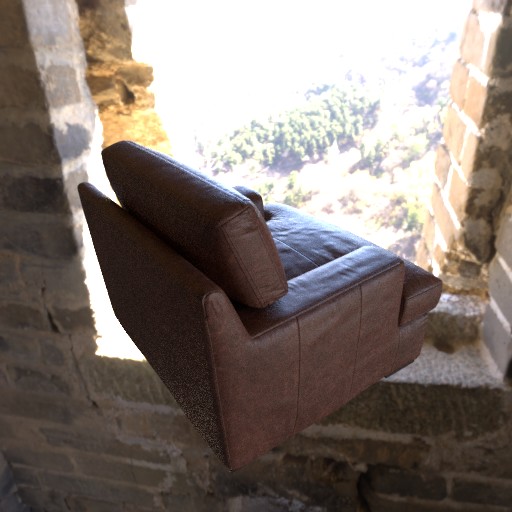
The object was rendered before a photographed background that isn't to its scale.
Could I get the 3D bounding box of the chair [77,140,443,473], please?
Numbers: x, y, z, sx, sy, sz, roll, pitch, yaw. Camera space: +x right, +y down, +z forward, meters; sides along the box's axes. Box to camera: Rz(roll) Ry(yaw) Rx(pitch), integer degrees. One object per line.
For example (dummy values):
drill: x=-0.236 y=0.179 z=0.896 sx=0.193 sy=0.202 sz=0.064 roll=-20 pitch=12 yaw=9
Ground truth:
chair: x=0.000 y=0.000 z=1.929 sx=1.143 sy=0.939 sz=1.168 roll=-18 pitch=32 yaw=-31
